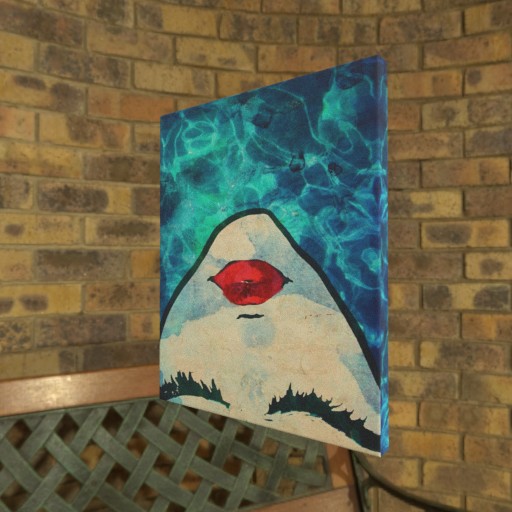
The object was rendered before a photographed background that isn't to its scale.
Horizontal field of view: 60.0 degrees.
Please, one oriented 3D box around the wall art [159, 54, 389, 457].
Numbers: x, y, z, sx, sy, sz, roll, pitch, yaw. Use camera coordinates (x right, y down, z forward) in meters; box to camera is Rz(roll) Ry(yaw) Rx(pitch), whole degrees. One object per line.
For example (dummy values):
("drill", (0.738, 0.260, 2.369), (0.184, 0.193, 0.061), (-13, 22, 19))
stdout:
("wall art", (0.000, 0.000, 0.861), (0.508, 0.635, 0.038), (-1, -1, 36))
